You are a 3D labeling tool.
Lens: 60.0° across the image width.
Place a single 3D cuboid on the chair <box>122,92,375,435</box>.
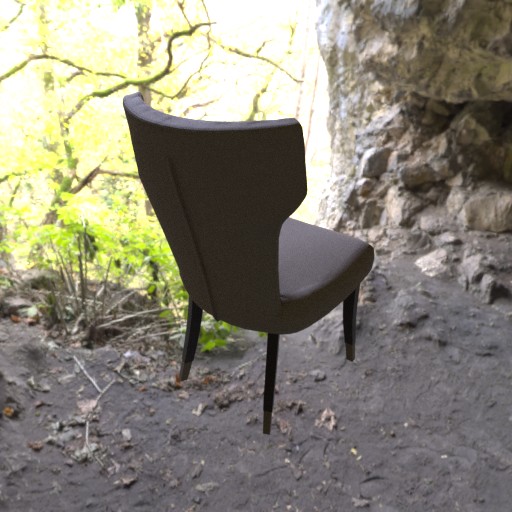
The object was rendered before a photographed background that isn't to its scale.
[{"bbox_3d":[0.000,0.000,1.341,0.526,0.955,0.630,21,37,31],"label":"chair"}]
